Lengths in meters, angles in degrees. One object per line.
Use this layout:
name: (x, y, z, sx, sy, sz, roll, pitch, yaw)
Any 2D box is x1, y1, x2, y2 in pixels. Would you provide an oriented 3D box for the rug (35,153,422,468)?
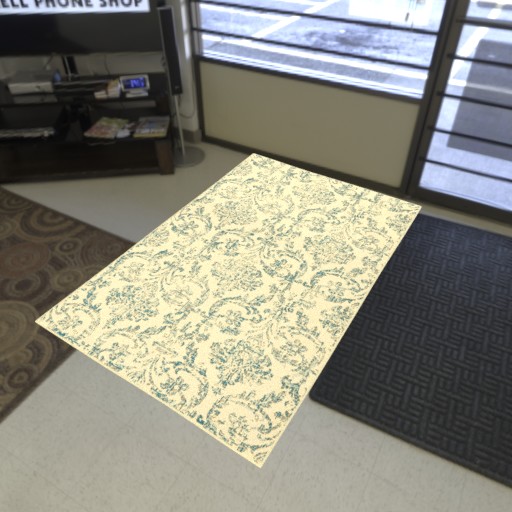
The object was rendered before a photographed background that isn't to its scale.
rug: (0.000, 0.000, 3.514, 1.819, 0.018, 2.746, 23, 47, 24)
